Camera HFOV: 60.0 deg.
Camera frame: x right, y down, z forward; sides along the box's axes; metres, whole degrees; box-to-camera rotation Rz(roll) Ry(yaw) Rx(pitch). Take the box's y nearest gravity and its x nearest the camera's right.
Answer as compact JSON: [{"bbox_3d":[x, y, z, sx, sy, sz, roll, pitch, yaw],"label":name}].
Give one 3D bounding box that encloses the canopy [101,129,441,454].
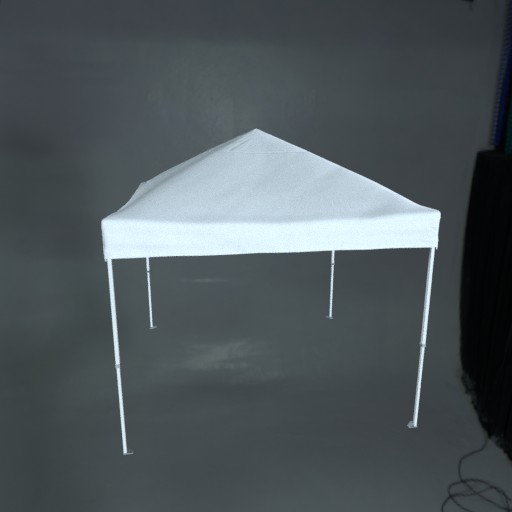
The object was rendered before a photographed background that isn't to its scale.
[{"bbox_3d":[0.000,0.000,5.425,2.996,2.997,2.998,-2,15,-8],"label":"canopy"}]
